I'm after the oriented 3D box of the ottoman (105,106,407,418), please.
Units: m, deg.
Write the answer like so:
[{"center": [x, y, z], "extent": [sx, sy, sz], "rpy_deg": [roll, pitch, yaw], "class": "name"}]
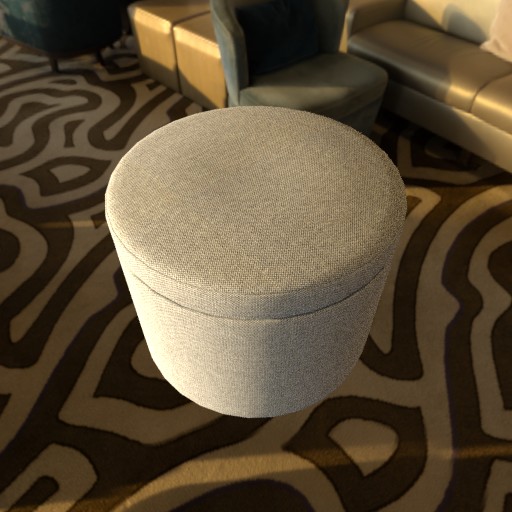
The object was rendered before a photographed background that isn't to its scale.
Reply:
[{"center": [0.000, 0.000, 0.881], "extent": [0.500, 0.419, 0.500], "rpy_deg": [0, 47, 0], "class": "ottoman"}]
